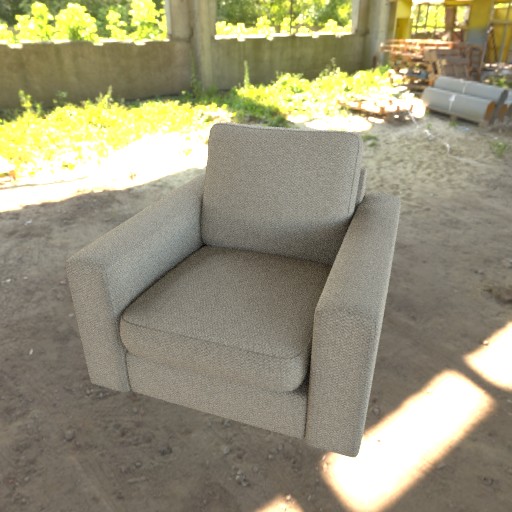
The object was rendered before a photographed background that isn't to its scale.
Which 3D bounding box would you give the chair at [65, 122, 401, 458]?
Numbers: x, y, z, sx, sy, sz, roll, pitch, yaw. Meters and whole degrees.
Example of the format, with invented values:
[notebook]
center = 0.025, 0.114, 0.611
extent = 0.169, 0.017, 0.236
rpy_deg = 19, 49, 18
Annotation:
[chair]
center = 0.000, 0.000, 1.729
extent = 1.005, 0.873, 1.016
rpy_deg = 9, 29, 17
